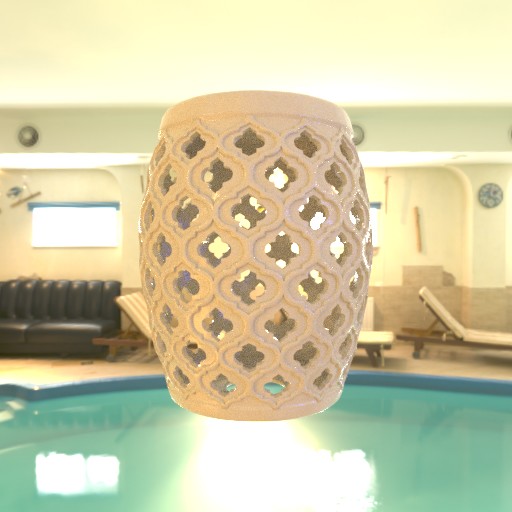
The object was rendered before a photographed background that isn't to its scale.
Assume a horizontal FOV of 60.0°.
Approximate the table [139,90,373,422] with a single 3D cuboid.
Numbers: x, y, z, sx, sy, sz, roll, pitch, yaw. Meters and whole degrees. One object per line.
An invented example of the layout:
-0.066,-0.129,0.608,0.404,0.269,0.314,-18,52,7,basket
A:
0.000,0.000,0.636,0.325,0.388,0.325,0,2,0,table
